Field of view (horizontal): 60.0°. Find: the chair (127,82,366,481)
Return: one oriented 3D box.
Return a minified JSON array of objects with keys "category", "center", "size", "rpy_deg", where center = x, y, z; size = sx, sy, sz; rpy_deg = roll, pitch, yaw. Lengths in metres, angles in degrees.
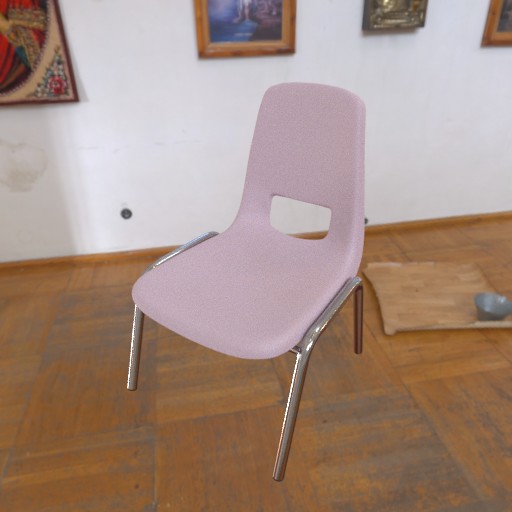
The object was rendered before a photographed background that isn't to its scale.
[{"category":"chair","center":[0.000,0.000,0.788],"size":[0.354,0.536,0.385],"rpy_deg":[18,34,29]}]
